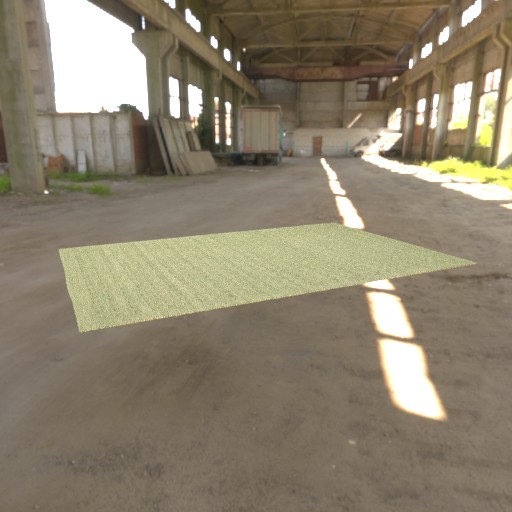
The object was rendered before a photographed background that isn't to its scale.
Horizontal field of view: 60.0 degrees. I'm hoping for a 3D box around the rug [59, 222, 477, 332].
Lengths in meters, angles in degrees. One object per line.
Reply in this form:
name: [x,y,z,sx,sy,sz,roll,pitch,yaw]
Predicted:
rug: [0.000,0.000,2.197,1.747,0.006,1.143,-7,16,-25]
